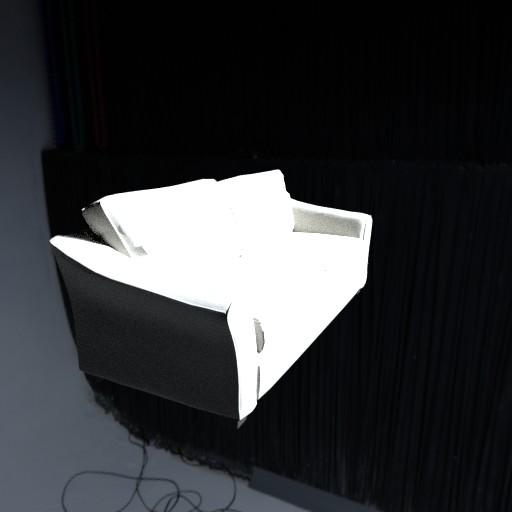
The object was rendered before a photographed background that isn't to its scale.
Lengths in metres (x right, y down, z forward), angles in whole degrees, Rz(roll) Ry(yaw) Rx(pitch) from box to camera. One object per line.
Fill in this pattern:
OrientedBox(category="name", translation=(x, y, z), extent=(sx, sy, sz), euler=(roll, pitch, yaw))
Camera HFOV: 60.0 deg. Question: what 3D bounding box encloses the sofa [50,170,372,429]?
OrientedBox(category="sofa", translation=(0.000, 0.000, 2.822), extent=(0.980, 0.965, 2.270), euler=(8, 17, 27))
